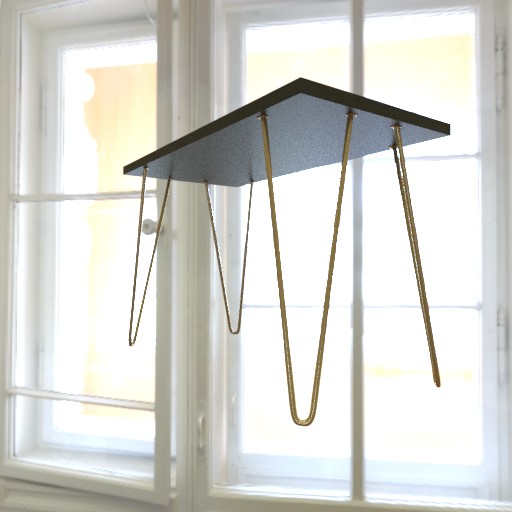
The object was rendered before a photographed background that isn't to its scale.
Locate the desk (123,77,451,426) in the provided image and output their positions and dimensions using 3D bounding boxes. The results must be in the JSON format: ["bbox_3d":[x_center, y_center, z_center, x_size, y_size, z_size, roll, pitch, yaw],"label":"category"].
[{"bbox_3d":[0.000,0.000,1.371,0.499,0.660,0.991,0,0,-35],"label":"desk"}]
